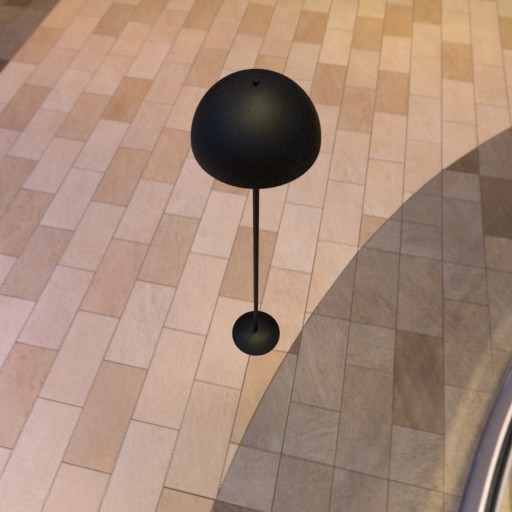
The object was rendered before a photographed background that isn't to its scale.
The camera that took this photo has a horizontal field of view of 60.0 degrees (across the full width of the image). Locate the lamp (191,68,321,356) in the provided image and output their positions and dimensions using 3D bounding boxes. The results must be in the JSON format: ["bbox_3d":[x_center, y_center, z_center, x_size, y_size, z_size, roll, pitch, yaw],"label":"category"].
[{"bbox_3d":[0.000,0.000,1.604,0.328,1.480,0.328,-30,63,-17],"label":"lamp"}]
